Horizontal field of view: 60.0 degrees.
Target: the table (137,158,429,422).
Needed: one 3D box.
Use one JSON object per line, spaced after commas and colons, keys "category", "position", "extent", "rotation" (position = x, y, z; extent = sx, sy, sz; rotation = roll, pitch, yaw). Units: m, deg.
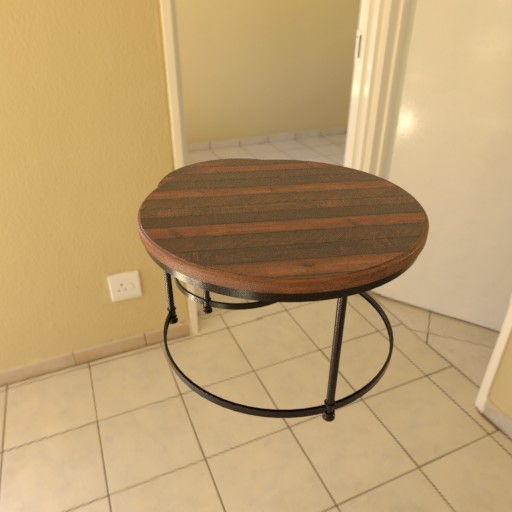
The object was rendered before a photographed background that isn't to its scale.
{"category": "table", "position": [0.000, 0.000, 1.600], "extent": [0.870, 0.516, 1.152], "rotation": [-18, 35, -28]}
